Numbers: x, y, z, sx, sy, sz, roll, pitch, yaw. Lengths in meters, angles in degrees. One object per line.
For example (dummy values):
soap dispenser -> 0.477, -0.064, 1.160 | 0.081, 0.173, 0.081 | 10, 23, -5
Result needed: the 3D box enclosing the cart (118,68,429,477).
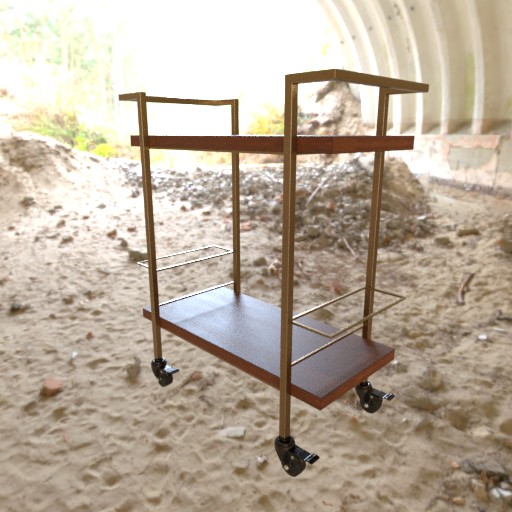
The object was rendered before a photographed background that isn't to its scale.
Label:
cart -> 0.000, 0.000, 1.145 | 0.364, 0.807, 0.695 | -15, 21, -43
